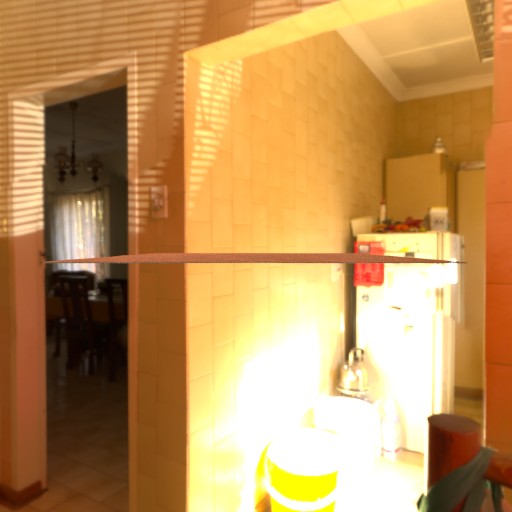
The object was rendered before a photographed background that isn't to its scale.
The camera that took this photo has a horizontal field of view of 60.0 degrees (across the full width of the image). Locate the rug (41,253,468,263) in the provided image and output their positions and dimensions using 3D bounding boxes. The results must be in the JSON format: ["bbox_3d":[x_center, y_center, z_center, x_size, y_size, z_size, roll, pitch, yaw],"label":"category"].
[{"bbox_3d":[0.000,0.000,4.010,2.438,0.013,3.048,0,1,1],"label":"rug"}]
